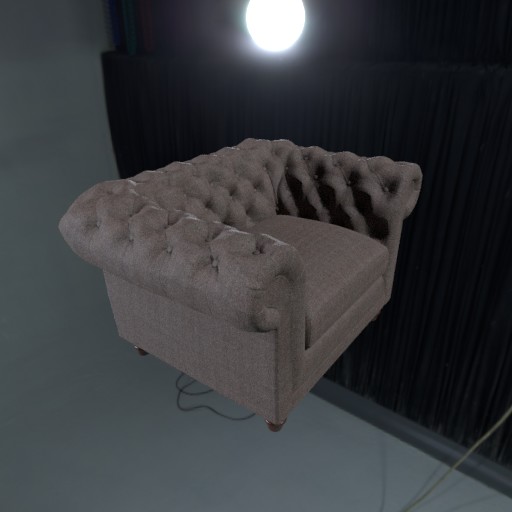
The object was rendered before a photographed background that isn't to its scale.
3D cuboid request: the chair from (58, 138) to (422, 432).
[{"bbox_3d":[0.000,0.000,1.915,0.945,0.780,1.298,18,32,32],"label":"chair"}]
